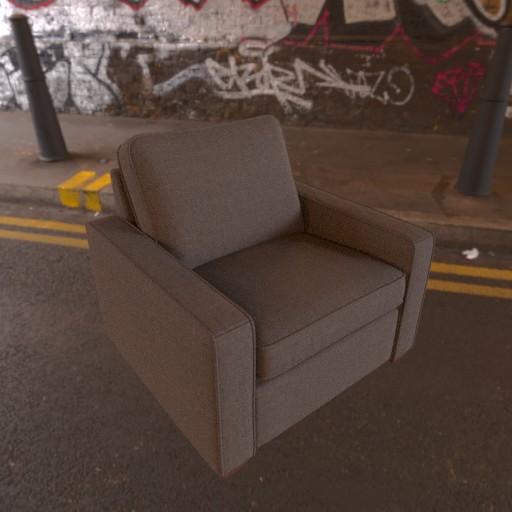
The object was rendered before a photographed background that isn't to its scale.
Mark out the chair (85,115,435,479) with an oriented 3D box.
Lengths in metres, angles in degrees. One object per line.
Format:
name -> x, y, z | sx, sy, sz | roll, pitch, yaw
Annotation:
chair -> 0.000, 0.000, 1.729 | 1.017, 0.919, 0.940 | -21, 35, -33
